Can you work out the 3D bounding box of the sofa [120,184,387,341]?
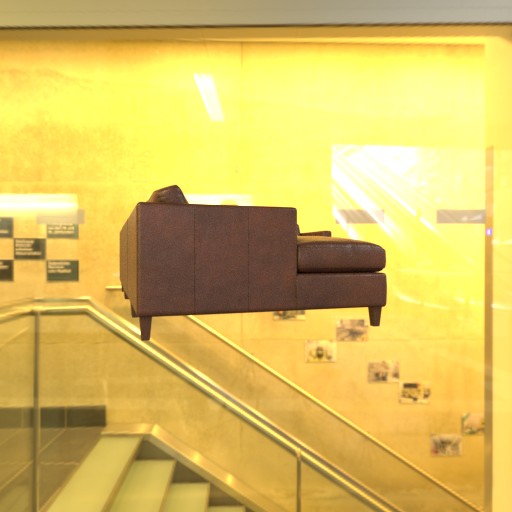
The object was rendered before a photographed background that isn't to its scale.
[{"bbox_3d":[0.000,0.000,4.301,2.452,0.891,3.324,0,0,-19],"label":"sofa"}]
